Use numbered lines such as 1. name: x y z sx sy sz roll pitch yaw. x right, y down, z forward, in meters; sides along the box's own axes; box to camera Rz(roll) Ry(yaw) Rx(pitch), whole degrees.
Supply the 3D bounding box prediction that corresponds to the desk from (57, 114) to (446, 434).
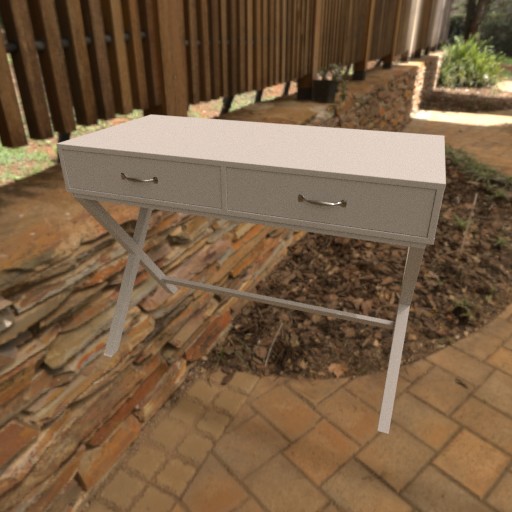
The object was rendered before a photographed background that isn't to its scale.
1. desk: 0.000 0.000 1.505 1.057 0.780 0.525 10 29 18
